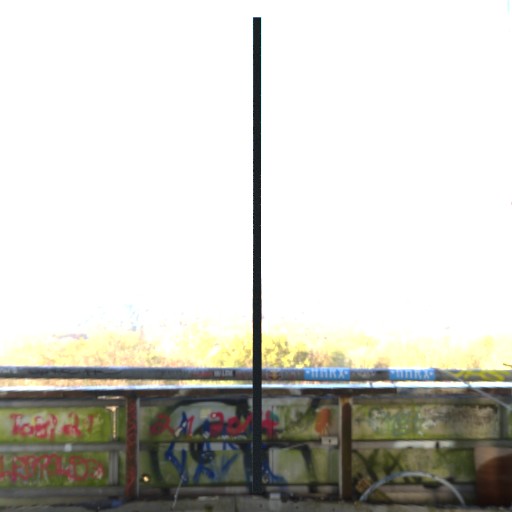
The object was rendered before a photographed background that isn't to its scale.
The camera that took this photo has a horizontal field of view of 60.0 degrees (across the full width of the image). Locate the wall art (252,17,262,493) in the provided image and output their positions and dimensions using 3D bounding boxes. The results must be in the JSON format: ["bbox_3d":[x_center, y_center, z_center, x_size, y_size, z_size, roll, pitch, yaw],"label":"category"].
[{"bbox_3d":[0.000,0.000,0.844,0.013,0.660,0.460,0,-1,0],"label":"wall art"}]
